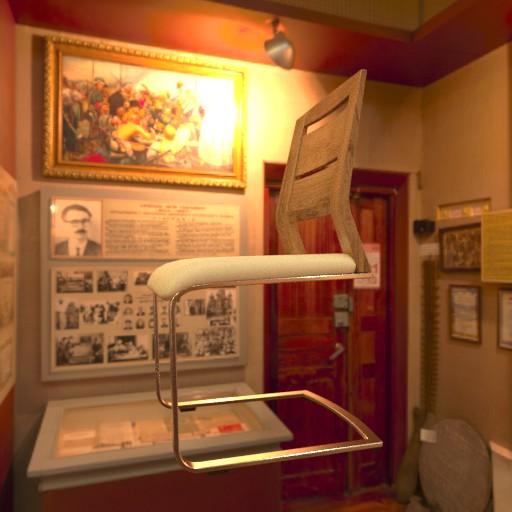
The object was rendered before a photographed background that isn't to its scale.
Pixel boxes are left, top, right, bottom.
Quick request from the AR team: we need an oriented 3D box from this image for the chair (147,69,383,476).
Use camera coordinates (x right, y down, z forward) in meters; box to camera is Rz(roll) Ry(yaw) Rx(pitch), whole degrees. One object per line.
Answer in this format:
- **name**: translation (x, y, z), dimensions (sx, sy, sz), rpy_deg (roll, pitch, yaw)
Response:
- **chair**: translation (0.000, 0.000, 1.224), dimensions (0.561, 0.955, 0.457), rpy_deg (0, -1, -18)
